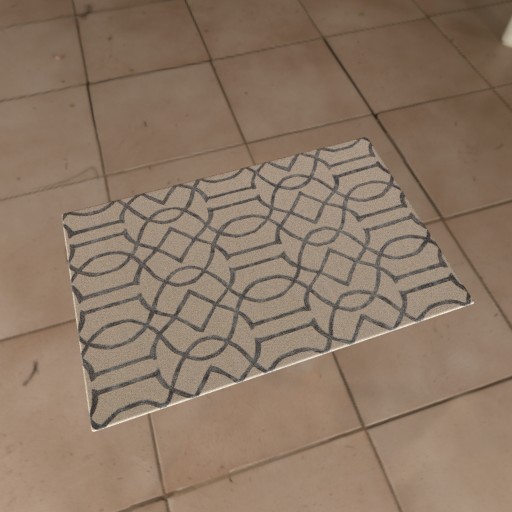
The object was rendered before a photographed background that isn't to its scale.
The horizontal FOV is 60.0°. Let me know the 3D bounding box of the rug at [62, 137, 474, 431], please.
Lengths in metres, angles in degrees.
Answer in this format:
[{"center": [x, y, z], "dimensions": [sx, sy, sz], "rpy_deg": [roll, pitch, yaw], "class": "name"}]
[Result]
[{"center": [0.000, 0.000, 2.935], "dimensions": [2.365, 0.017, 1.521], "rpy_deg": [-16, 60, -10], "class": "rug"}]
